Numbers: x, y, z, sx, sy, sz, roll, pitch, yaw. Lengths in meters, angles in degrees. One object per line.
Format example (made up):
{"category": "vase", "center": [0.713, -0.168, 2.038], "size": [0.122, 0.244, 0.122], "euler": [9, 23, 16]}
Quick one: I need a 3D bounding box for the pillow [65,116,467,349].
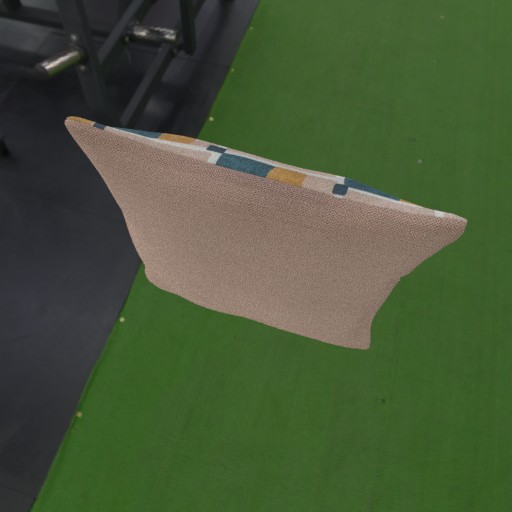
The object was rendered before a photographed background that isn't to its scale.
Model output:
{"category": "pillow", "center": [0.000, 0.000, 0.712], "size": [0.478, 0.479, 0.158], "euler": [16, 64, 8]}
